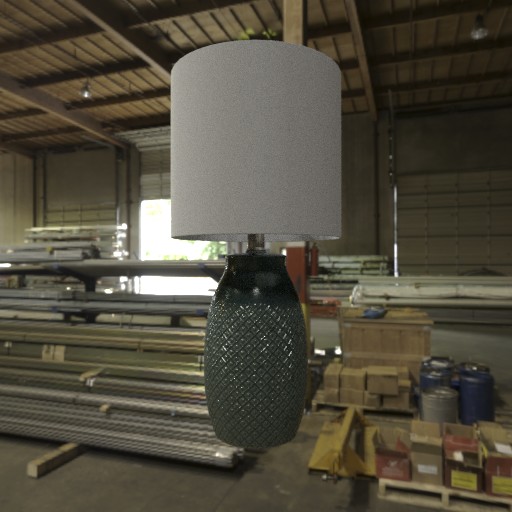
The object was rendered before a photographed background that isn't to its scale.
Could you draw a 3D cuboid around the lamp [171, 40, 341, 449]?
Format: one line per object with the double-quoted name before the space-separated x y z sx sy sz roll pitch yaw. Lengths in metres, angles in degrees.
"lamp" 0.000 0.000 0.572 0.217 0.453 0.217 0 0 18
